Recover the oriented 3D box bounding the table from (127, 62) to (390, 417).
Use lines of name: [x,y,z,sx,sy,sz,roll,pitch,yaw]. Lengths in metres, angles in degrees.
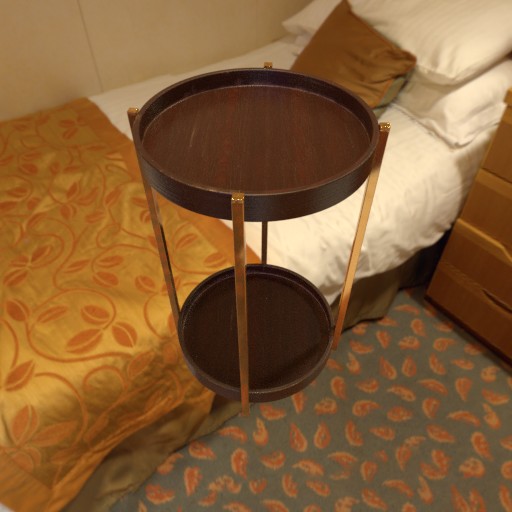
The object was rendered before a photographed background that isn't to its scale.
table: [0.000,0.000,0.892,0.400,0.610,0.400,5,46,5]
